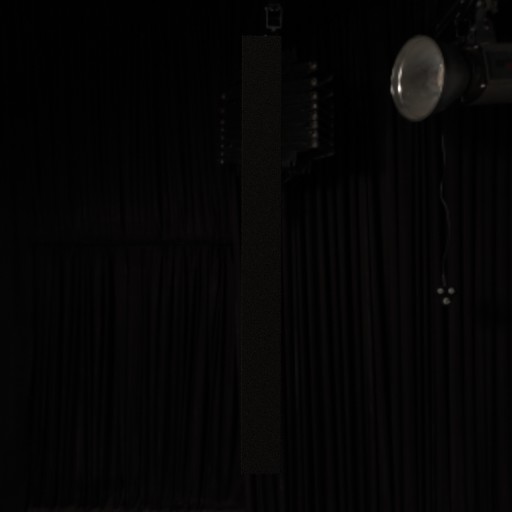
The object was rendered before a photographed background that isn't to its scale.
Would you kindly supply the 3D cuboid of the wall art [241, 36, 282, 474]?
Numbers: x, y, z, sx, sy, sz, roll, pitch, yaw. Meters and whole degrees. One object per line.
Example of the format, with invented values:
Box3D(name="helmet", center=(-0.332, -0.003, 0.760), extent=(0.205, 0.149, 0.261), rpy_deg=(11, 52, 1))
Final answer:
Box3D(name="wall art", center=(0.000, 0.000, 0.524), extent=(0.031, 0.330, 0.381), rpy_deg=(0, 0, -1))
